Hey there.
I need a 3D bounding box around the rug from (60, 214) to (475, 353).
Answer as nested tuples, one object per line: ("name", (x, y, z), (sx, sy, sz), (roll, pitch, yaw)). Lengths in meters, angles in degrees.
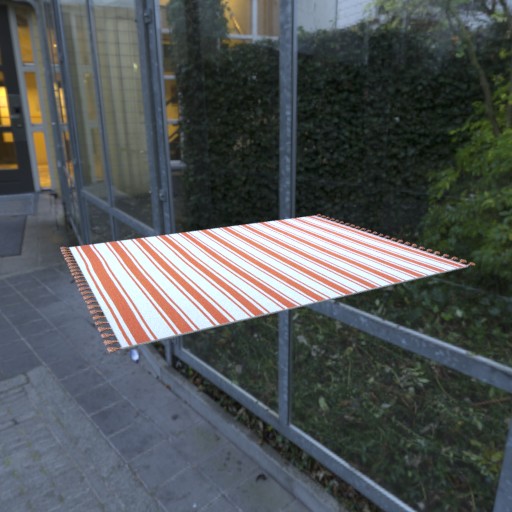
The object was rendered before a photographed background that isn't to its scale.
("rug", (0.000, 0.000, 4.414), (3.369, 0.035, 2.451), (-10, 20, -27))
